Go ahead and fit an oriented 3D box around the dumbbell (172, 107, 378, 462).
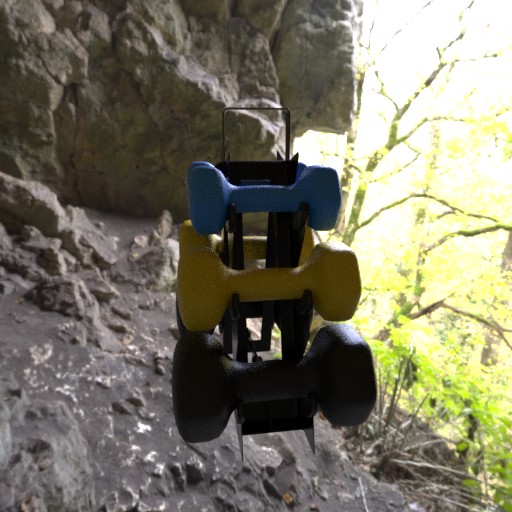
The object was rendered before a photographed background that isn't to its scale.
[{"bbox_3d":[0.000,0.000,0.672,0.255,0.426,0.409,-2,14,-9],"label":"dumbbell"}]
